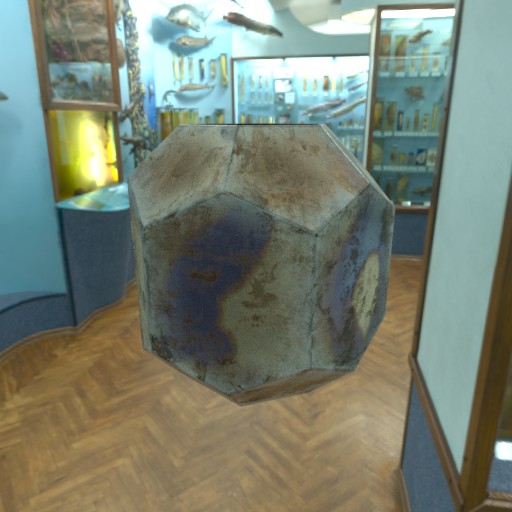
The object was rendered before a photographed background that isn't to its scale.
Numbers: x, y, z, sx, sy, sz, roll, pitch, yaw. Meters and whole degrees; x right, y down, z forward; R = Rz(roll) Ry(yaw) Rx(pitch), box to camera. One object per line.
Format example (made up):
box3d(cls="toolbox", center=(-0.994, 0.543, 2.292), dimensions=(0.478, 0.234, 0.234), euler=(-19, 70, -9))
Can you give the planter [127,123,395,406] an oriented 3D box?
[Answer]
box3d(cls="planter", center=(0.000, 0.000, 0.417), dimensions=(0.243, 0.238, 0.221), euler=(3, 18, 11))
